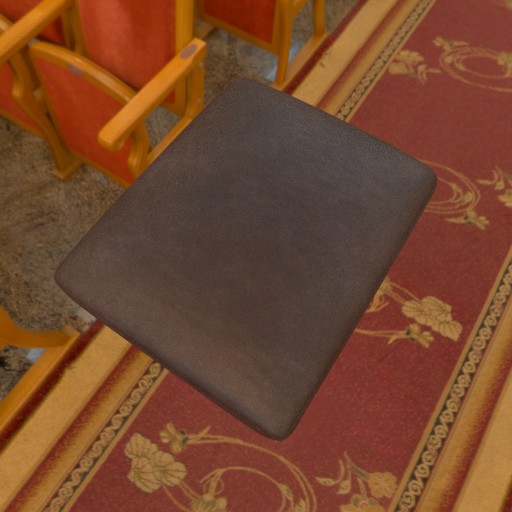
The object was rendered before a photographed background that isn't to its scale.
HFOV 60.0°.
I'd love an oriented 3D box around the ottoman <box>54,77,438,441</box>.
[{"bbox_3d":[0.000,0.000,1.275,0.670,0.569,0.806,31,68,14],"label":"ottoman"}]
